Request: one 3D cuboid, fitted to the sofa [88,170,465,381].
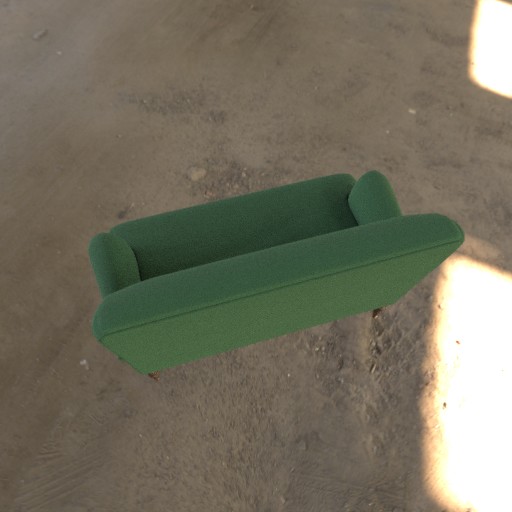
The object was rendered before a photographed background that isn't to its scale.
[{"bbox_3d":[0.000,0.000,1.861,1.297,0.889,0.779,-14,58,-9],"label":"sofa"}]
